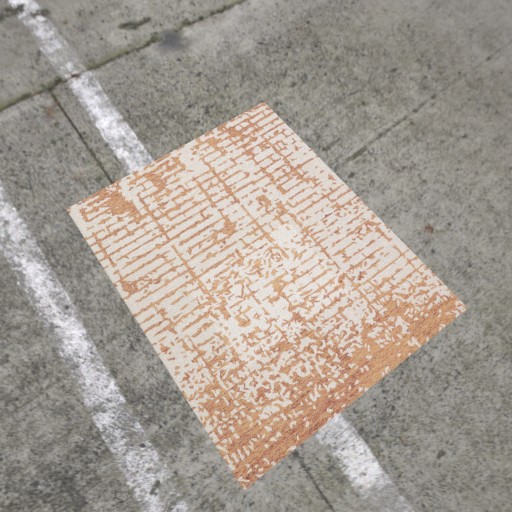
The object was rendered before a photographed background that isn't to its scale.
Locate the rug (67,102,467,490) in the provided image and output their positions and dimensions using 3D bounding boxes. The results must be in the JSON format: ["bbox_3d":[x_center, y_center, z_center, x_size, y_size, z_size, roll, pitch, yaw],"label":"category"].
[{"bbox_3d":[0.000,0.000,4.168,2.441,0.011,3.050,-33,68,-15],"label":"rug"}]
